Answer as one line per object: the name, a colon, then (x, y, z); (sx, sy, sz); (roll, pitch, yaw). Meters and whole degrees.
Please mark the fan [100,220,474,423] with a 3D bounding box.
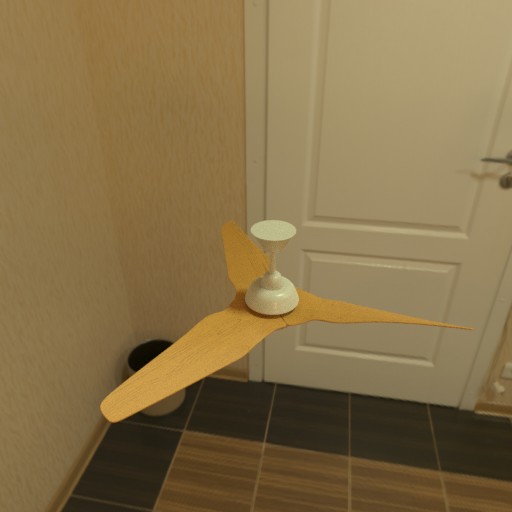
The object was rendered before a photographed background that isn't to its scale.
fan: (0.000, 0.000, 1.608); (1.142, 0.355, 1.010); (-10, 31, -16)
